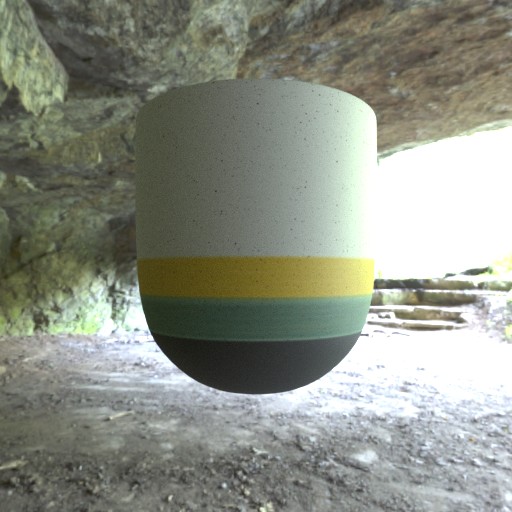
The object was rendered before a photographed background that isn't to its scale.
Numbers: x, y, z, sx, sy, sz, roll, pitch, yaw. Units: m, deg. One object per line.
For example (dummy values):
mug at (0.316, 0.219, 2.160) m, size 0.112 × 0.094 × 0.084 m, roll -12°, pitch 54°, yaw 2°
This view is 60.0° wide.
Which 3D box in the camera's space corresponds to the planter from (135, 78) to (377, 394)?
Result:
planter at (0.000, 0.000, 0.367) m, size 0.195 × 0.214 × 0.195 m, roll 0°, pitch -2°, yaw 0°
